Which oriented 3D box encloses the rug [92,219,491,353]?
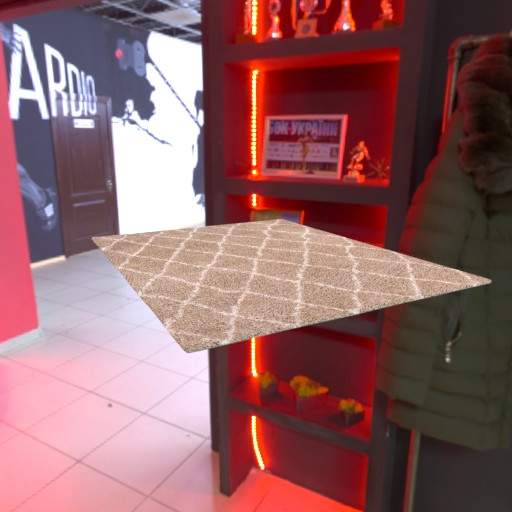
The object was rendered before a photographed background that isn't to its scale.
[{"bbox_3d":[0.000,0.000,4.088,2.438,0.029,3.047,-8,17,-27],"label":"rug"}]
